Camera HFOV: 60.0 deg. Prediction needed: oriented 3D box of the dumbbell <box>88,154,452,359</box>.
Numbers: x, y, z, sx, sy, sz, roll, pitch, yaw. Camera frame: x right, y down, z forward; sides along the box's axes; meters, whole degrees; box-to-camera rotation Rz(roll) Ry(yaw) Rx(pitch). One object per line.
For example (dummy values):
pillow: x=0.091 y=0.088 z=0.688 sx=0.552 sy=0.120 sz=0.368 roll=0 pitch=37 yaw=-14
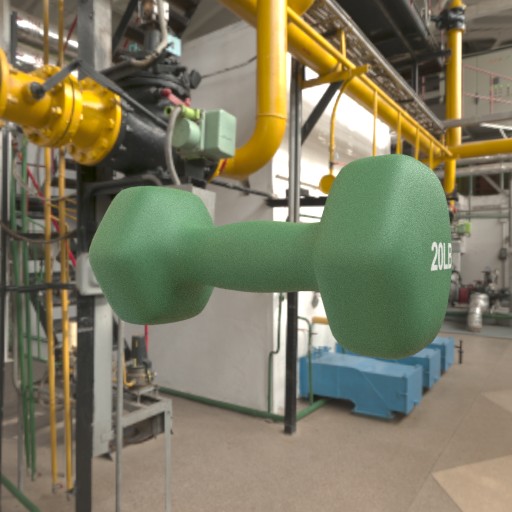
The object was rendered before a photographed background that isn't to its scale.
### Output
dumbbell: x=0.000 y=0.000 z=0.321 sx=0.257 sy=0.114 sz=0.126 roll=0 pitch=1 yaw=36
